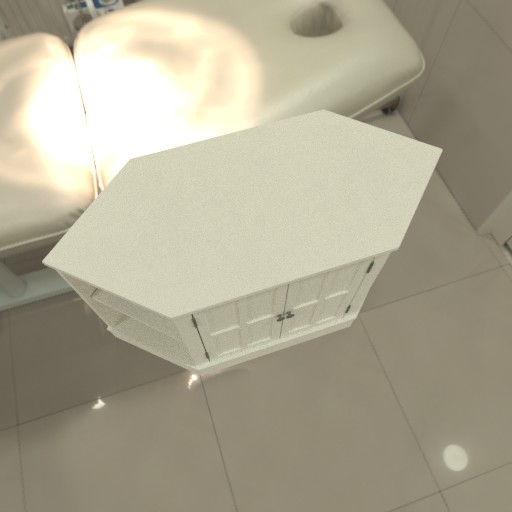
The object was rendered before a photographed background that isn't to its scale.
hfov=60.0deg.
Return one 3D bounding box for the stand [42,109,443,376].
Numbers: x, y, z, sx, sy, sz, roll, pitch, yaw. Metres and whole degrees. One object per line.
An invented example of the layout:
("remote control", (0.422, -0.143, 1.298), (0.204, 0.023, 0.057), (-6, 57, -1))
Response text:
("stand", (0.000, 0.000, 1.400), (1.072, 0.614, 0.477), (-17, 64, -8))
